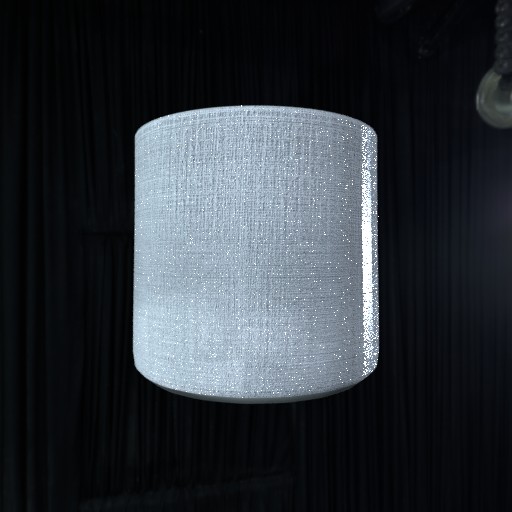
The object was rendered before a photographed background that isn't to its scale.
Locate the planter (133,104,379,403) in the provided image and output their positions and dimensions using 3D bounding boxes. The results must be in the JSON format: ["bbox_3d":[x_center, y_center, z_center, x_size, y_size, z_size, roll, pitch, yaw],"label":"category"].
[{"bbox_3d":[0.000,0.000,0.300,0.160,0.156,0.160,0,1,0],"label":"planter"}]
